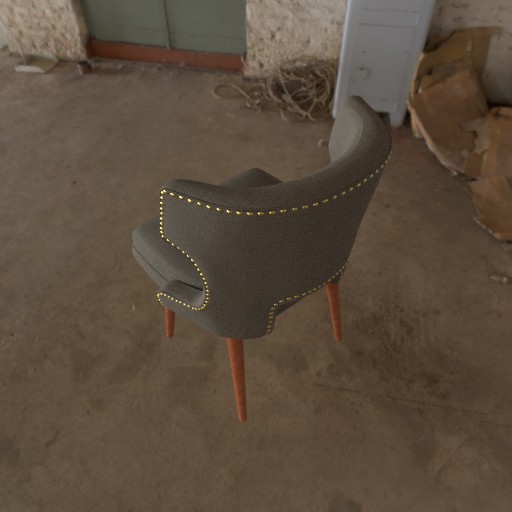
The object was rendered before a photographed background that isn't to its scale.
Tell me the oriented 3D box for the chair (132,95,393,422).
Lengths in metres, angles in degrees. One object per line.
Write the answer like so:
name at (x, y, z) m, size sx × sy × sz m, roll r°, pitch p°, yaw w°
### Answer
chair at (0.000, 0.000, 1.270) m, size 0.595 × 0.863 × 0.581 m, roll -32°, pitch 54°, yaw -27°
